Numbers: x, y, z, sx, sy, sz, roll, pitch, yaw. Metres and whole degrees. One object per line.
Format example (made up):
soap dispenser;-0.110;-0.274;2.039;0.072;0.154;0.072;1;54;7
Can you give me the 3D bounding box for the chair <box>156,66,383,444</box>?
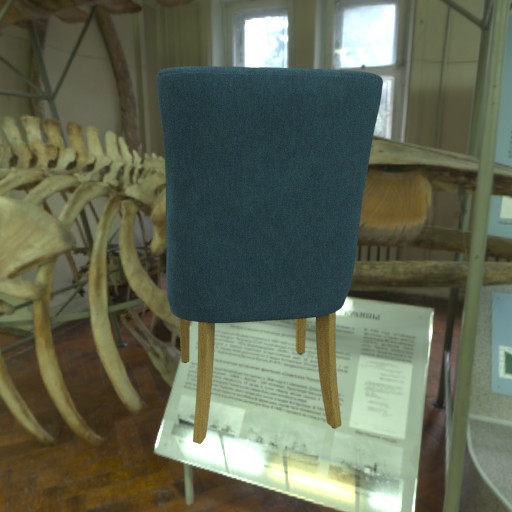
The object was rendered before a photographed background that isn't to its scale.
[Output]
chair;0.000;0.000;1.248;0.495;0.902;0.609;-2;14;-9
